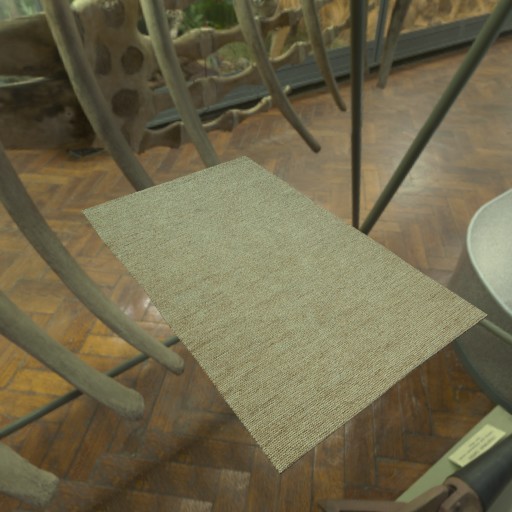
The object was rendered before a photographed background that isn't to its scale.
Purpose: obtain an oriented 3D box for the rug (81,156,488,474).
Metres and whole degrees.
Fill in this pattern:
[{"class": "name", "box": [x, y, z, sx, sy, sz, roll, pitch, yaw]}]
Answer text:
[{"class": "rug", "box": [0.000, 0.000, 2.960, 1.533, 0.011, 2.439, -25, 46, -27]}]
